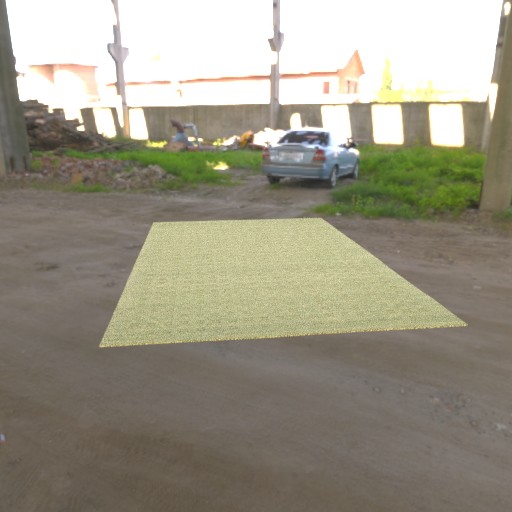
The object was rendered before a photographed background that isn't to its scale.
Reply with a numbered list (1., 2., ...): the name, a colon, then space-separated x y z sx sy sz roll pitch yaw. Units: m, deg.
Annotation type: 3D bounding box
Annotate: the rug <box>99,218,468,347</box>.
1. rug: 0.000 0.000 2.176 1.143 0.006 1.747 -2 16 -7
